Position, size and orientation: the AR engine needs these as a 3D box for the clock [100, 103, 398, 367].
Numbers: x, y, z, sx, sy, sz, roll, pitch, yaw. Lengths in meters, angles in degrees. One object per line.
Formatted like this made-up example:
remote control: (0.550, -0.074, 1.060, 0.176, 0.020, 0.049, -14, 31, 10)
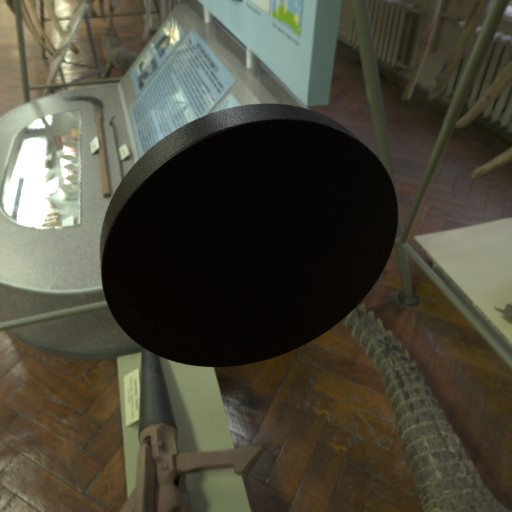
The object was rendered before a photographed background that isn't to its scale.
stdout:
clock: (0.000, 0.000, 0.473, 0.314, 0.314, 0.040, -11, 41, -13)
